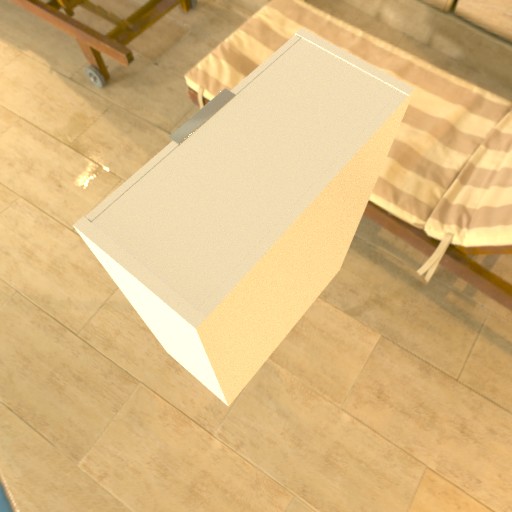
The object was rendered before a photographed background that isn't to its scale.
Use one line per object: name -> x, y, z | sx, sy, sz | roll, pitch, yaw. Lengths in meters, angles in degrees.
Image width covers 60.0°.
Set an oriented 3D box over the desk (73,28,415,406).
desk -> 0.000, 0.000, 1.618 | 0.390, 1.190, 0.850 | 37, 69, 16
